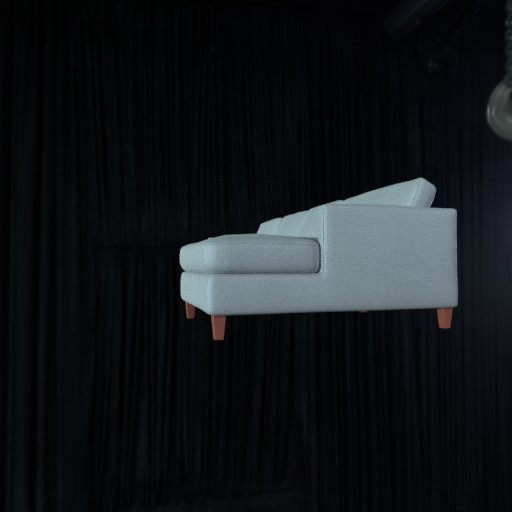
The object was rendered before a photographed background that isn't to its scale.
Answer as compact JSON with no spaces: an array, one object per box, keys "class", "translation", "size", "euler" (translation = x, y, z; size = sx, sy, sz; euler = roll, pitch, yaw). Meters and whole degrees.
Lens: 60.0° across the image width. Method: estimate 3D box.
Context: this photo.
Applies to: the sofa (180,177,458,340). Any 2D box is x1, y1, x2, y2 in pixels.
[{"class":"sofa","translation":[0.000,0.000,4.141],"size":[1.604,0.950,3.471],"euler":[0,-1,-17]}]
